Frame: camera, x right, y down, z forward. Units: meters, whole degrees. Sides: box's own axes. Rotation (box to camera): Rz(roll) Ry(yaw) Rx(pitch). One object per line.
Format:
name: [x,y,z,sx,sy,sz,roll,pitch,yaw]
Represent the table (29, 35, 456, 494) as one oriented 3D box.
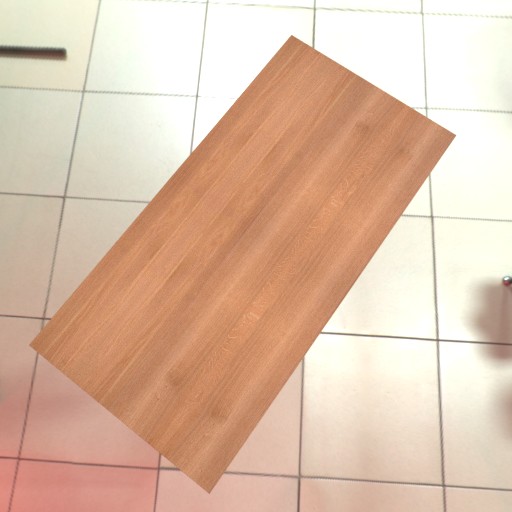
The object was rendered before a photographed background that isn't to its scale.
table: [0.000,0.000,2.225,0.900,0.750,1.800,35,78,9]
